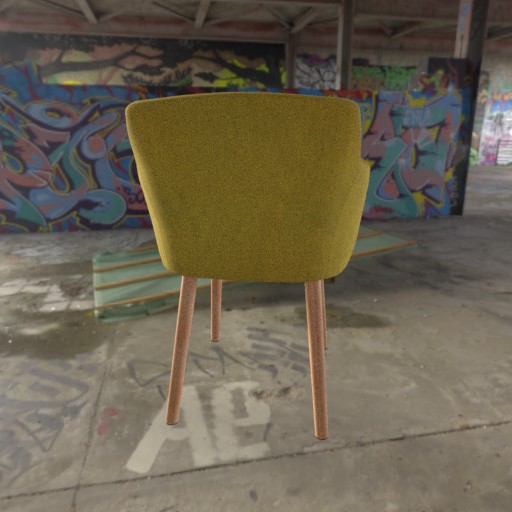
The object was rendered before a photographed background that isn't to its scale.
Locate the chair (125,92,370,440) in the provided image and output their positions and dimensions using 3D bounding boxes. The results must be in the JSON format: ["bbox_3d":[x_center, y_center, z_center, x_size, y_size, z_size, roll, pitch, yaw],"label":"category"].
[{"bbox_3d":[0.000,0.000,1.180,0.570,0.780,0.570,2,16,8],"label":"chair"}]
